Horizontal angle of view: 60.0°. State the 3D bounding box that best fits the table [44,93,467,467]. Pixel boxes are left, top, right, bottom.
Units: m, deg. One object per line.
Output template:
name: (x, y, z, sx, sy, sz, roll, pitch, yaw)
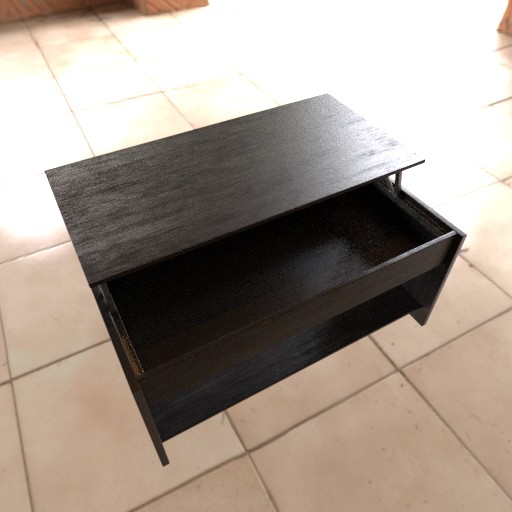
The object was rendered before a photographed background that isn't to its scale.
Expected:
table: (0.000, 0.000, 1.433, 1.000, 0.570, 0.712, -22, 50, -20)
